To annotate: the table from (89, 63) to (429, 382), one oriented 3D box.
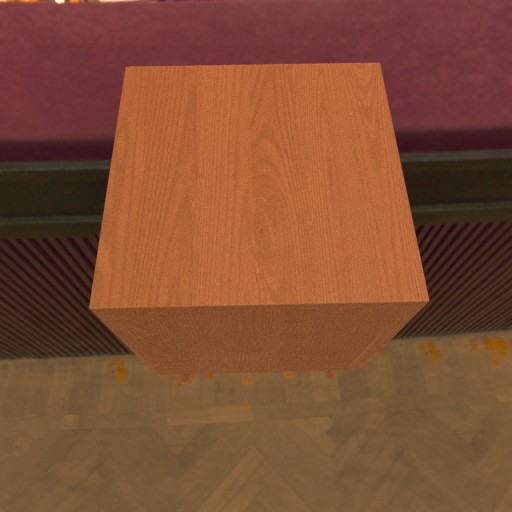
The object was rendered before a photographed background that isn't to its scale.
[{"bbox_3d":[0.000,0.000,0.854,0.400,0.550,0.400,-1,64,-1],"label":"table"}]
